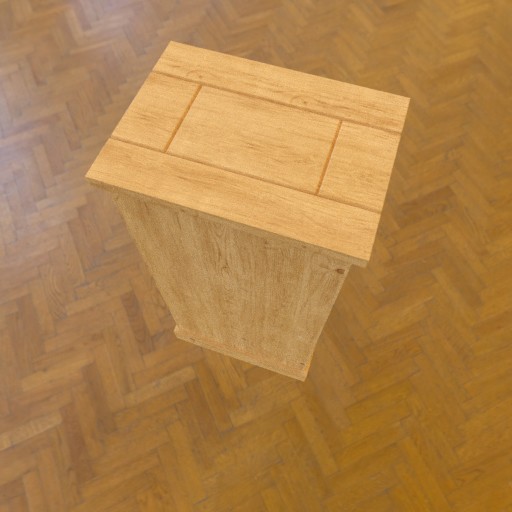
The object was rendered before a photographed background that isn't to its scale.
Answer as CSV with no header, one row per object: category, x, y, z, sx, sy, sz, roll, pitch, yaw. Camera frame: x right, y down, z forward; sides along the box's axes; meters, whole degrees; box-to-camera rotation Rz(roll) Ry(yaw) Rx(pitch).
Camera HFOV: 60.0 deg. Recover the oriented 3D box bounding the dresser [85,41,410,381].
dresser,0.000,0.000,1.323,0.531,1.041,0.390,17,65,8
